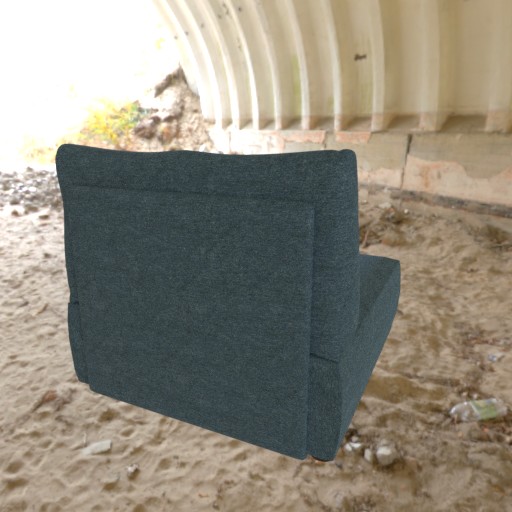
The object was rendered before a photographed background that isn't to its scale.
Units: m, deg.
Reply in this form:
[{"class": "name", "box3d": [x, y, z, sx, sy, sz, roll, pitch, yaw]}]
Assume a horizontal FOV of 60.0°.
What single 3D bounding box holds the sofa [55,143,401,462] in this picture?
[{"class": "sofa", "box3d": [0.000, 0.000, 1.641, 0.930, 0.820, 1.000, 8, 18, 25]}]
